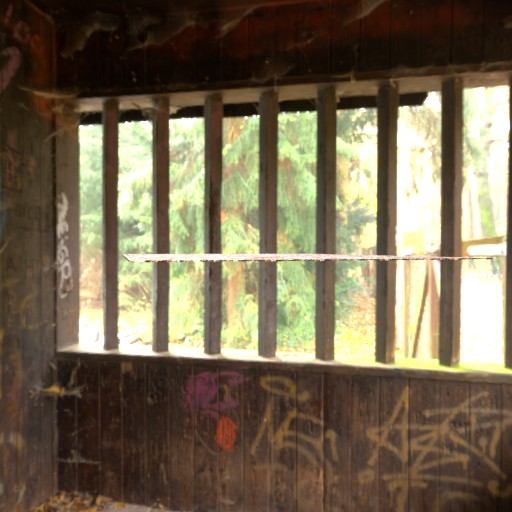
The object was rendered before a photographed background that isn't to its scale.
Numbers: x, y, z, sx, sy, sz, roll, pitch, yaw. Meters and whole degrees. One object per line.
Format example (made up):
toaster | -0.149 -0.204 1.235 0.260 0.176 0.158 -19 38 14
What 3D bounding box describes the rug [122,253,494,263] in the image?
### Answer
rug | 0.000 0.000 4.276 2.439 0.015 3.274 0 1 -18
